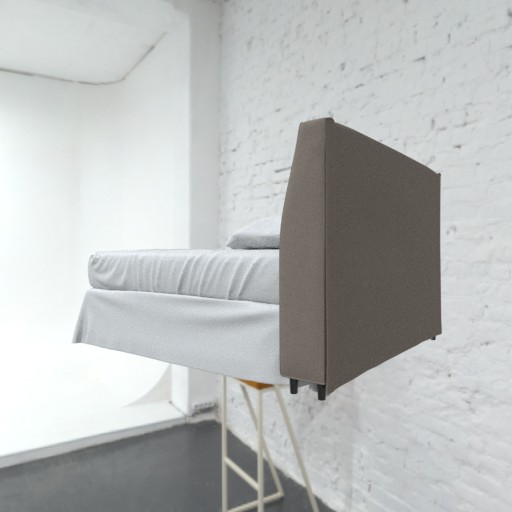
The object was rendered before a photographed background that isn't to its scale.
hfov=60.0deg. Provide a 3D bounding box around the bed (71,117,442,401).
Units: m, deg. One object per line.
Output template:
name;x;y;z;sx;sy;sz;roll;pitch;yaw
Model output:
bed;0.000;0.000;3.444;2.276;1.332;1.925;0;1;37
